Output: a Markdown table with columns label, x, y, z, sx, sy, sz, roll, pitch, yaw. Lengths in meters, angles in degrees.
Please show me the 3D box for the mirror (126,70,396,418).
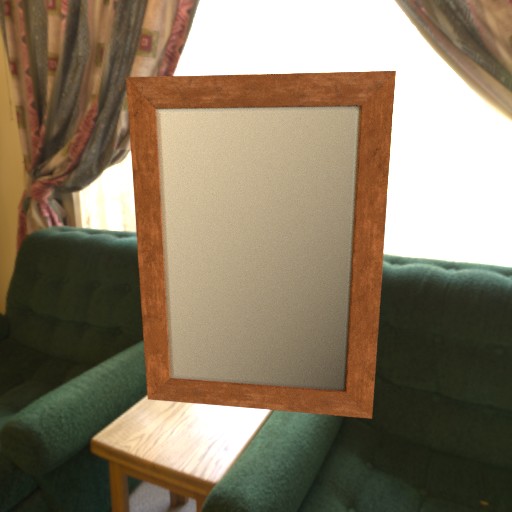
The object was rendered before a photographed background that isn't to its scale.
| label | x | y | z | sx | sy | sz | roll | pitch | yaw |
| --- | --- | --- | --- | --- | --- | --- | --- | --- | --- |
| mirror | 0.000 | 0.000 | 1.434 | 0.796 | 1.099 | 0.028 | 2 | 14 | 8 |
